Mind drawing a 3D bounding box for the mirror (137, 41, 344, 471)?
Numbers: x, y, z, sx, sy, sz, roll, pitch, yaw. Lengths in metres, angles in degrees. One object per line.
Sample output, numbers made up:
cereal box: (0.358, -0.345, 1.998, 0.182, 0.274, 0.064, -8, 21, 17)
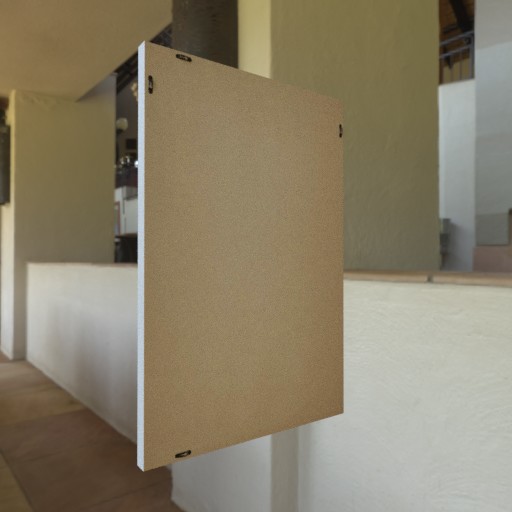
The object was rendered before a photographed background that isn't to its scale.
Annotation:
mirror: (0.000, 0.000, 1.131, 0.609, 0.915, 0.040, 0, -1, -36)
